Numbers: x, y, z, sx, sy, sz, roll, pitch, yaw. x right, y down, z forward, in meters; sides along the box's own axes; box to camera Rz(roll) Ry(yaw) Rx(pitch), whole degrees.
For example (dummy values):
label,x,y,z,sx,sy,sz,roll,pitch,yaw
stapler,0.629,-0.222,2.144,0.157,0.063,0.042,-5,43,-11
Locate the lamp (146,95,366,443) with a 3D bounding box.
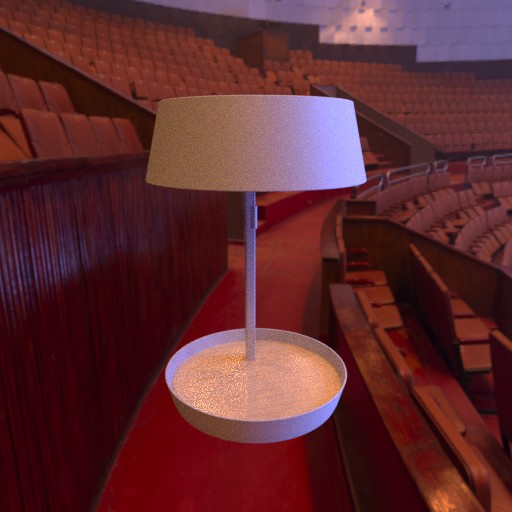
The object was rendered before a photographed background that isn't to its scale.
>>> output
label,x,y,z,sx,sy,sz,roll,pitch,yaw
lamp,0.000,0.000,0.629,0.291,0.429,0.291,0,15,0
